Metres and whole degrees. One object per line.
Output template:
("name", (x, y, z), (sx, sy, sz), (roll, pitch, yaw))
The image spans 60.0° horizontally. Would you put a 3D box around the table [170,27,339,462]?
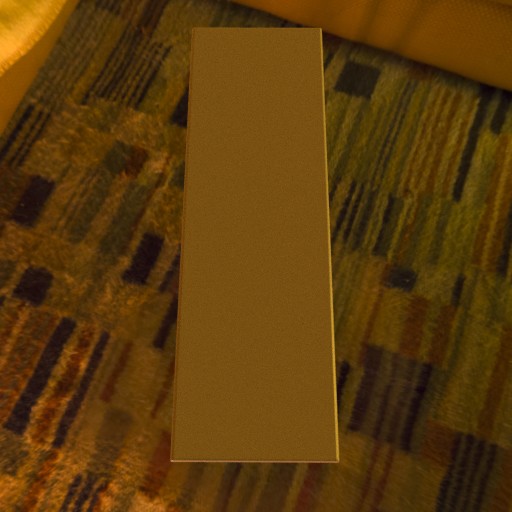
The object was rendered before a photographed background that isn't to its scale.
("table", (0.000, 0.000, 1.551), (0.386, 0.814, 1.191), (0, 75, 0))
